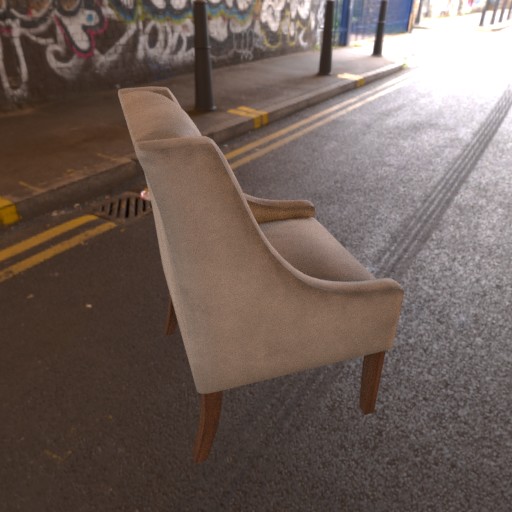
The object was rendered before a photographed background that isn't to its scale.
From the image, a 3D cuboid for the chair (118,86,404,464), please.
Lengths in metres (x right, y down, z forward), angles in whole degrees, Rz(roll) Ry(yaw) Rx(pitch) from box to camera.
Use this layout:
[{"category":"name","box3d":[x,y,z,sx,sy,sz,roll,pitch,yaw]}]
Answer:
[{"category":"chair","box3d":[0.000,0.000,1.311,0.629,0.895,0.629,-9,32,-16]}]
